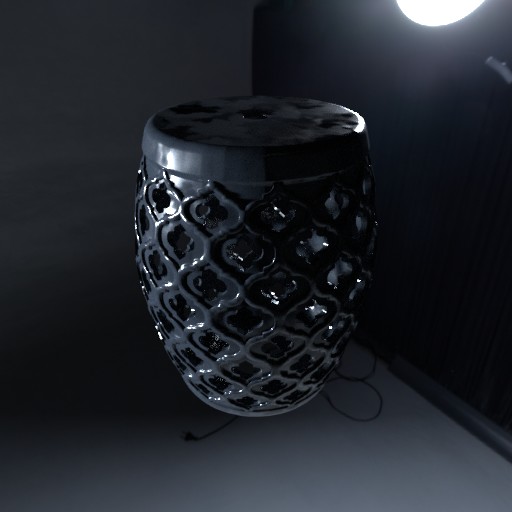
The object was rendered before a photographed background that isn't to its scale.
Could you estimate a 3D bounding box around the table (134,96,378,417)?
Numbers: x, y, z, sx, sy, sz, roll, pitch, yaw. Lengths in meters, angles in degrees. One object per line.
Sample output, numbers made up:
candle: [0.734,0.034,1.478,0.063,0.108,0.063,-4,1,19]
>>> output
table: [0.000,0.000,0.628,0.325,0.388,0.325,0,31,0]
